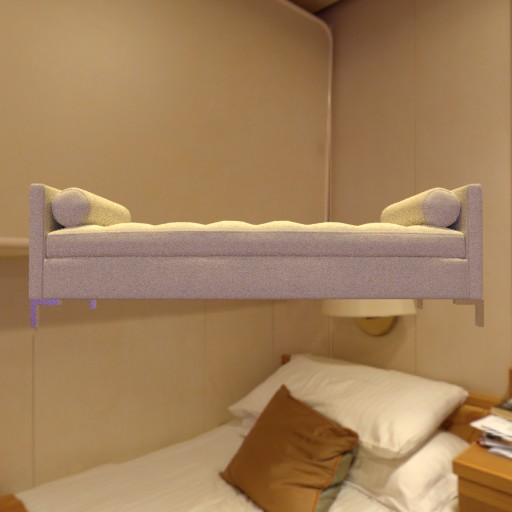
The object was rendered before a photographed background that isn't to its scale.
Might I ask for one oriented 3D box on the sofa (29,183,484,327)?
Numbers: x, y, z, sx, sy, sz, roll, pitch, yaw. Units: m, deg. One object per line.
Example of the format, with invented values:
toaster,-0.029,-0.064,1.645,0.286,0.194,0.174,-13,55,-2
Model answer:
sofa,0.000,0.000,2.396,2.102,0.655,0.797,0,0,0
